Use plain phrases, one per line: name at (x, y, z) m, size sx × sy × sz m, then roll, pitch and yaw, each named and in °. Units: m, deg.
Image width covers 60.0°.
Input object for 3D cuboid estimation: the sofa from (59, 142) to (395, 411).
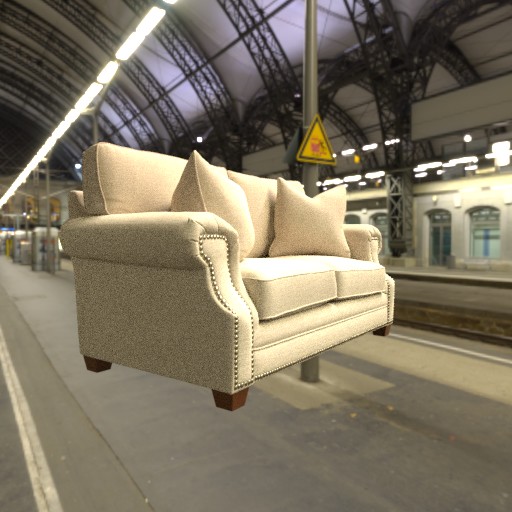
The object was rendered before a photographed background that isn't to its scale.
sofa at (0.000, 0.000, 2.299) m, size 0.966 × 0.966 × 1.701 m, roll 1°, pitch 2°, yaw 36°
